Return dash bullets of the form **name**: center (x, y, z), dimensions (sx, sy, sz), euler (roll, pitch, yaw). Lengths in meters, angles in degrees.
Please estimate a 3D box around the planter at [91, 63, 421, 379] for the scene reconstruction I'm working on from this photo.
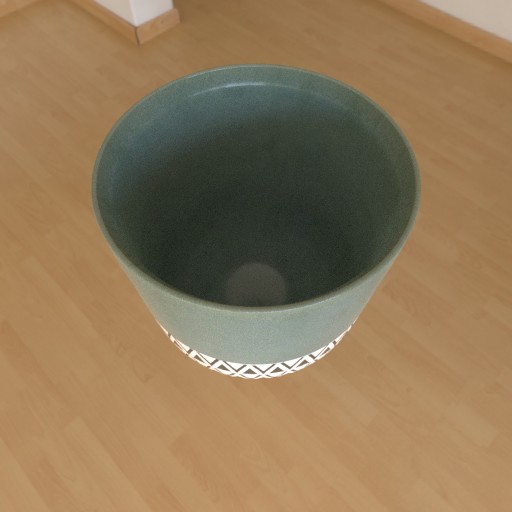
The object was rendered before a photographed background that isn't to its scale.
- **planter**: center (0.000, 0.000, 0.361), dimensions (0.198, 0.214, 0.198), euler (0, 58, 0)
